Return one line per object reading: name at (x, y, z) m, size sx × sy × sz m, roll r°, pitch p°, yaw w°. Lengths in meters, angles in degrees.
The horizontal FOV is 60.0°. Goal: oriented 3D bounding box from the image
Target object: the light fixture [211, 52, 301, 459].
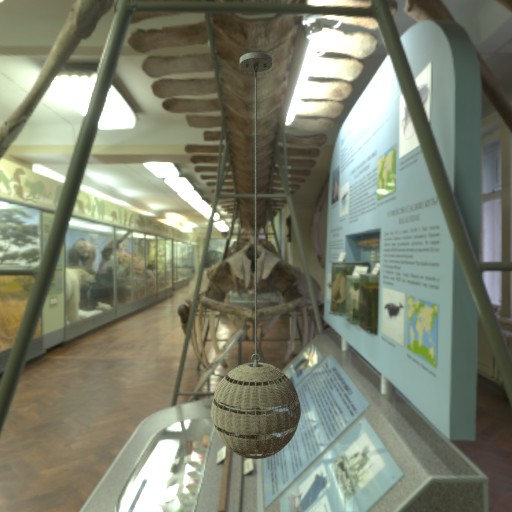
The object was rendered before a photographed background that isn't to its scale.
light fixture at (0.000, 0.000, 2.275) m, size 0.457 × 2.019 × 0.457 m, roll 0°, pitch 0°, yaw 0°
